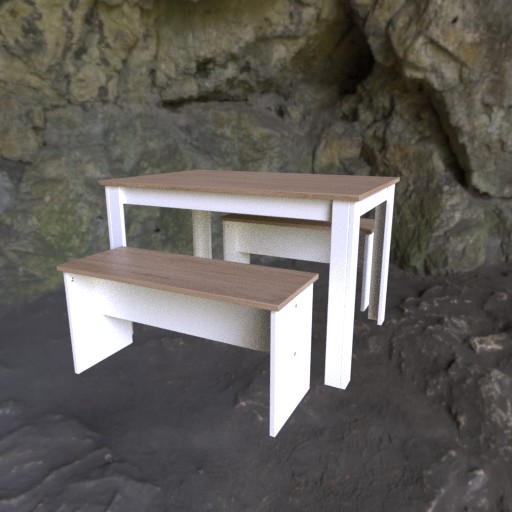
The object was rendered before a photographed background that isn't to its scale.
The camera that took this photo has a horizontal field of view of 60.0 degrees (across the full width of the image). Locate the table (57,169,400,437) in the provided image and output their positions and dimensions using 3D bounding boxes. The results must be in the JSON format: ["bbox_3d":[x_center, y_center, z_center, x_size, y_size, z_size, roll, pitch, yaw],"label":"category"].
[{"bbox_3d":[0.000,0.000,2.032,1.100,0.700,1.443,7,17,26],"label":"table"}]
